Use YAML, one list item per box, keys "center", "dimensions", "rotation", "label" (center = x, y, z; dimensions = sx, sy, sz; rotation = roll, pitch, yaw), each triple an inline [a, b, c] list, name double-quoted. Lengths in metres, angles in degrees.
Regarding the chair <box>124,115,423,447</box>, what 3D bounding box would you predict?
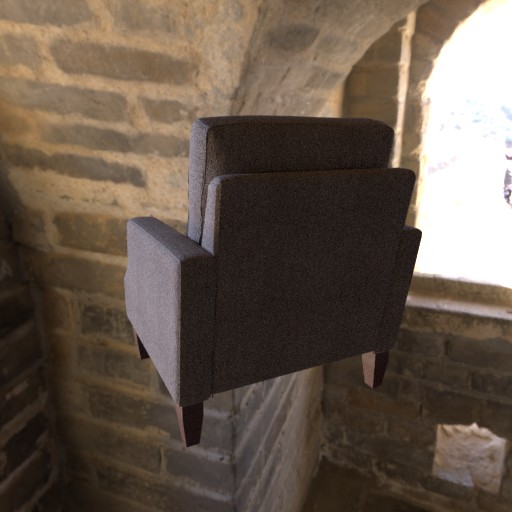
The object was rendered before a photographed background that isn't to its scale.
- center: [0.000, 0.000, 1.676]
  dimensions: [0.855, 0.993, 0.897]
  rotation: [-8, 17, -26]
  label: "chair"
